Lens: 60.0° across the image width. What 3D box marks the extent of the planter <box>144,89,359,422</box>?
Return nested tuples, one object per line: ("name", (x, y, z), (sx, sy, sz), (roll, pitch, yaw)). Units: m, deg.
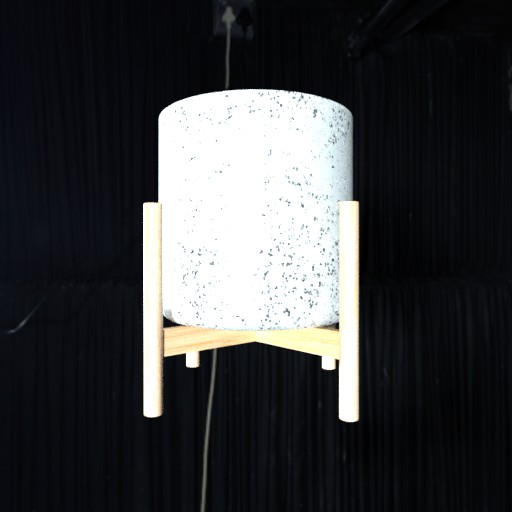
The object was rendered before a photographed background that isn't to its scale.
("planter", (0.000, 0.000, 0.708), (0.360, 0.419, 0.360), (0, 0, -19))
